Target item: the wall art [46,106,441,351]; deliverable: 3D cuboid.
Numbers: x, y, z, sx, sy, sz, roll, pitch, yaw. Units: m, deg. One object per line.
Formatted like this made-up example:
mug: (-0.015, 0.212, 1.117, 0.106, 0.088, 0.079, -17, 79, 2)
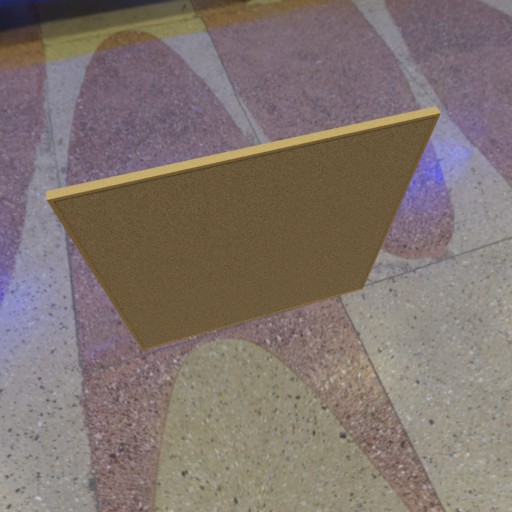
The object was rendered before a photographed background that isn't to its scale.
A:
wall art: (0.000, 0.000, 0.690, 0.457, 0.455, 0.013, -14, 59, -9)
